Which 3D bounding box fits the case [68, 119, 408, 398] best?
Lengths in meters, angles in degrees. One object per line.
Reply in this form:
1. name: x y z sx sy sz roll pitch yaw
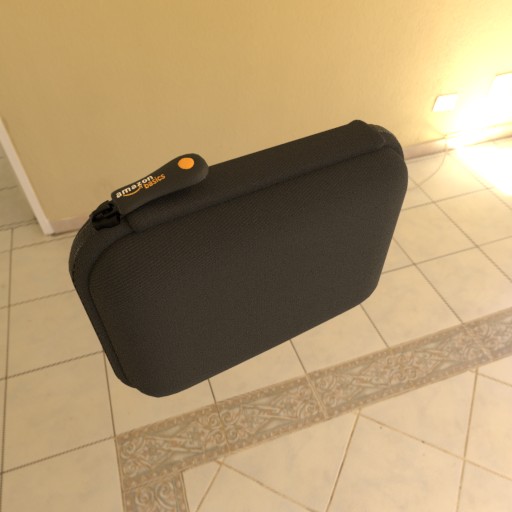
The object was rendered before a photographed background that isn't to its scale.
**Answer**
1. case: 0.000 0.000 0.177 0.132 0.105 0.038 -22 50 -20
